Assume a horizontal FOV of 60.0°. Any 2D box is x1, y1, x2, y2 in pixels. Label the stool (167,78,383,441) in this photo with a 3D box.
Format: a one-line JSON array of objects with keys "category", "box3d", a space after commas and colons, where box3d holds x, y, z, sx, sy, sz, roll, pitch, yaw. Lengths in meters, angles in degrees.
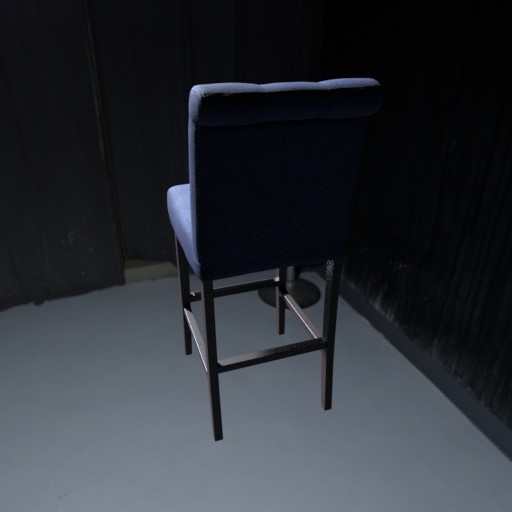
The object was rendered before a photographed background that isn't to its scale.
[{"category": "stool", "box3d": [0.000, 0.000, 1.481, 0.493, 1.140, 0.601, -9, 29, -17]}]
